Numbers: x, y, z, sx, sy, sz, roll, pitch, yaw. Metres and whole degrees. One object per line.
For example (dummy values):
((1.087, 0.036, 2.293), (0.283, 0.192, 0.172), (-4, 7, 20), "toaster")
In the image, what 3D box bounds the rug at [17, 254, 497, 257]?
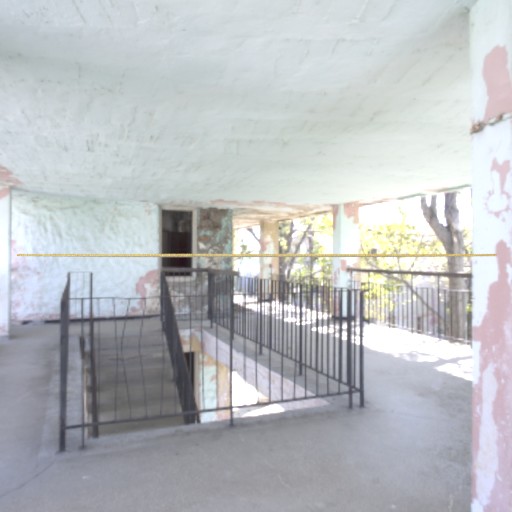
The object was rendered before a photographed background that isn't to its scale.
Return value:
((0.000, 0.000, 4.235), (3.242, 0.015, 2.486), (0, 0, -1), "rug")
